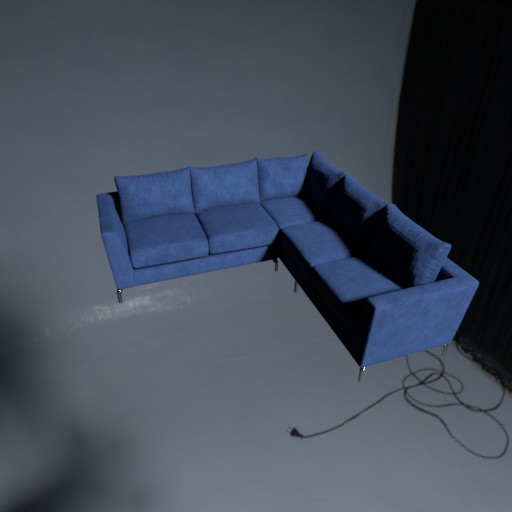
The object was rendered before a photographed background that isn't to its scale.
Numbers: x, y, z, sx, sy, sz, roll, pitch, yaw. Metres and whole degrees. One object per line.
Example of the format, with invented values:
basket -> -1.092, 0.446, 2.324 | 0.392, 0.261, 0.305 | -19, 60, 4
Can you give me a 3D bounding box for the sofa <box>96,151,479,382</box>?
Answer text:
sofa -> 0.000, 0.000, 3.871 | 2.472, 0.988, 2.463 | -11, 34, -16
